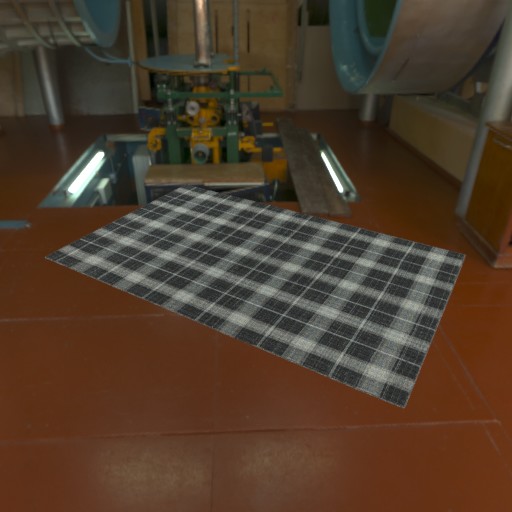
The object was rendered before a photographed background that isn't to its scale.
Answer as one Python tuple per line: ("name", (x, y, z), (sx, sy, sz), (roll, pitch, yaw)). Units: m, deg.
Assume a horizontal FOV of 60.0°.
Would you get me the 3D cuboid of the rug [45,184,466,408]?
("rug", (0.000, 0.000, 3.011), (2.434, 0.015, 1.520), (18, 35, 26))
